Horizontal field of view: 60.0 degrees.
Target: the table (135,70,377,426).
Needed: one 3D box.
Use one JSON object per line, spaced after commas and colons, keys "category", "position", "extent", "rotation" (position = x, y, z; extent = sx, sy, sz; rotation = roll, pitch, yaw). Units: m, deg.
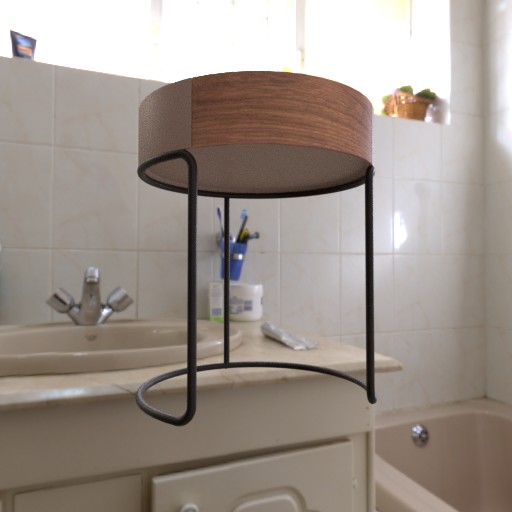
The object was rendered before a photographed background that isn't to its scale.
{"category": "table", "position": [0.000, 0.000, 0.864], "extent": [0.450, 0.530, 0.450], "rotation": [0, -2, 0]}
